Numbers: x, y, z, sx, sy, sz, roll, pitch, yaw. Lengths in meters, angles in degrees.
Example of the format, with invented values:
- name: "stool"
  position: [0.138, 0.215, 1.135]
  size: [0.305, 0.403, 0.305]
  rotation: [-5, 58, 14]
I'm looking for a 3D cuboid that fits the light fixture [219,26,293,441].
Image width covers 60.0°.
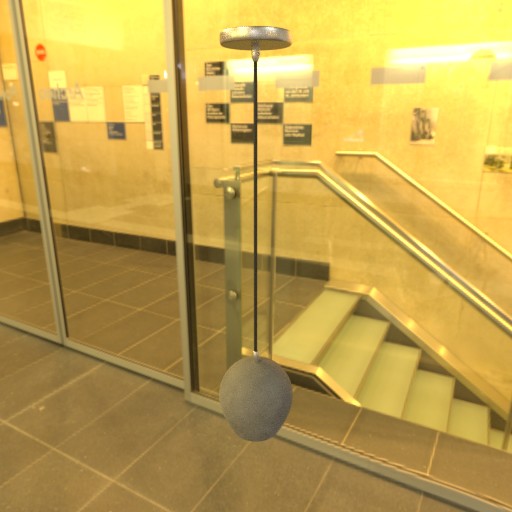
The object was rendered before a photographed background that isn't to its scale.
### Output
- name: "light fixture"
  position: [0.000, 0.000, 0.834]
  size: [0.153, 0.760, 0.153]
  rotation: [3, 18, 10]
